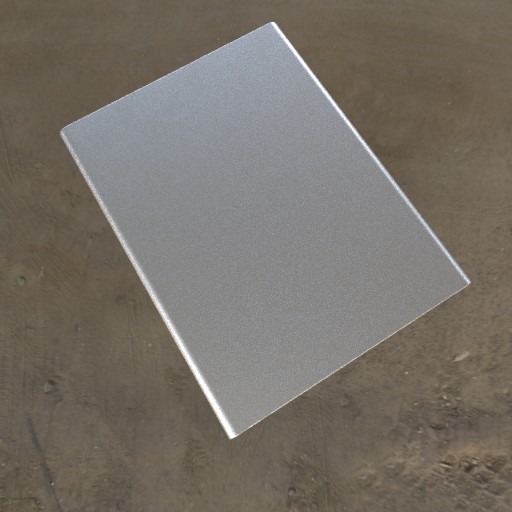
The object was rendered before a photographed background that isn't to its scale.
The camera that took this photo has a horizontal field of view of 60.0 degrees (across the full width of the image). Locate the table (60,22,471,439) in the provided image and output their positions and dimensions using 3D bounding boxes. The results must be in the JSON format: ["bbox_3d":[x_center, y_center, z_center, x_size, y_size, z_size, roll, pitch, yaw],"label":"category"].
[{"bbox_3d":[0.000,0.000,1.375,0.584,0.876,0.762,-31,77,-8],"label":"table"}]
